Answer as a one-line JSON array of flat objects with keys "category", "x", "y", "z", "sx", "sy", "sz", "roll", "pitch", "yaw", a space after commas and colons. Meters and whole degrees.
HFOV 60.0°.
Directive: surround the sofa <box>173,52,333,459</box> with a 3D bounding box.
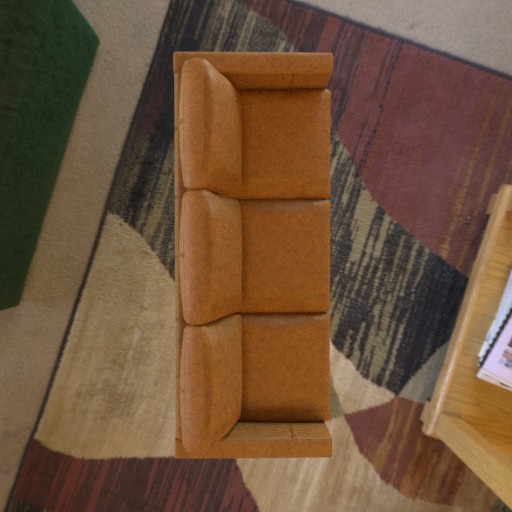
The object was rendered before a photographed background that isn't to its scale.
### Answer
[{"category": "sofa", "x": 0.000, "y": 0.000, "z": 2.647, "sx": 0.903, "sy": 0.930, "sz": 2.231, "roll": 0, "pitch": 91, "yaw": -1}]
